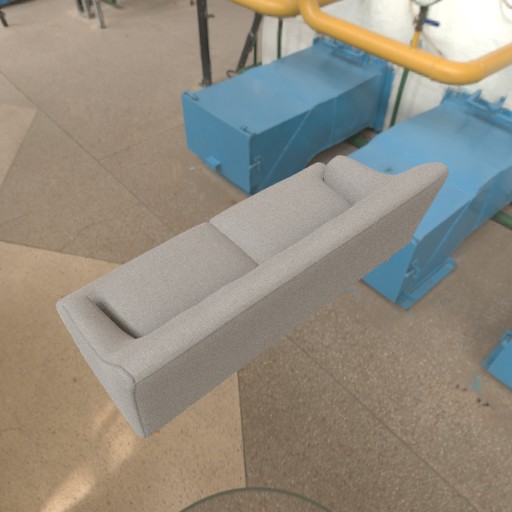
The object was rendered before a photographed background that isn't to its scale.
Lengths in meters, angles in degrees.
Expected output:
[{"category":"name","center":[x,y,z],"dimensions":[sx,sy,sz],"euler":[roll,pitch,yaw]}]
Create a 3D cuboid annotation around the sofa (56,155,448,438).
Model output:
[{"category":"sofa","center":[0.000,0.000,2.528],"dimensions":[2.057,0.871,0.978],"euler":[-32,54,-26]}]
